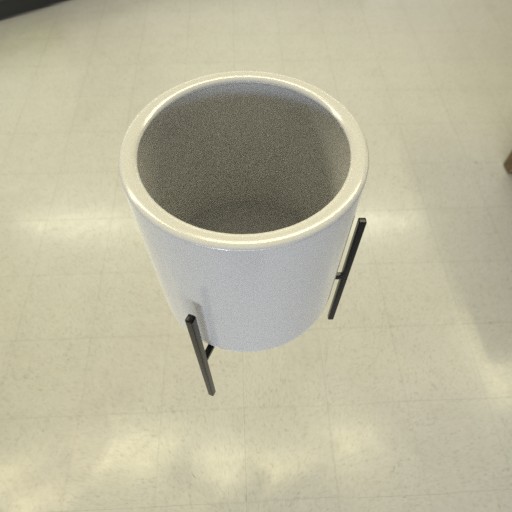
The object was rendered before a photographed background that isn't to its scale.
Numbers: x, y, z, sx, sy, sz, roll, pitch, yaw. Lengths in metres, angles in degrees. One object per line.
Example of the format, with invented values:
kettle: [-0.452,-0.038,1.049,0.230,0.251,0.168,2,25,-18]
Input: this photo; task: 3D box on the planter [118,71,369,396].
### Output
planter: [0.000,0.000,0.535,0.239,0.356,0.239,0,57,0]
